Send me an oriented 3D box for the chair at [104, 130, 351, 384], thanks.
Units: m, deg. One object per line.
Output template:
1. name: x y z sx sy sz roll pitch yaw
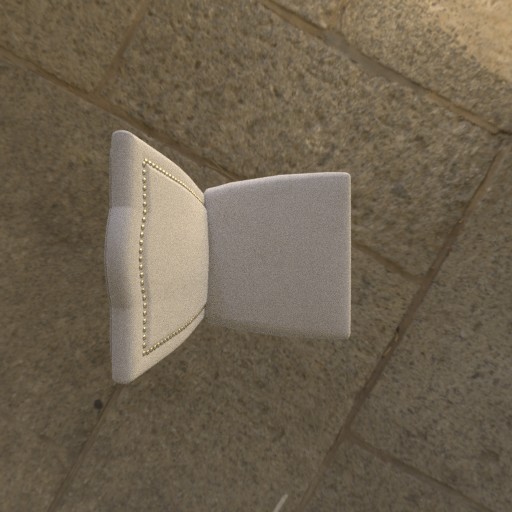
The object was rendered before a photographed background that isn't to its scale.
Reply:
1. chair: 0.000 0.000 1.303 0.589 0.946 0.518 0 90 1
